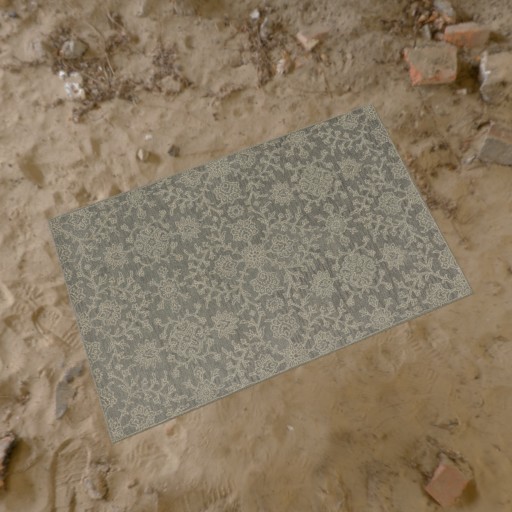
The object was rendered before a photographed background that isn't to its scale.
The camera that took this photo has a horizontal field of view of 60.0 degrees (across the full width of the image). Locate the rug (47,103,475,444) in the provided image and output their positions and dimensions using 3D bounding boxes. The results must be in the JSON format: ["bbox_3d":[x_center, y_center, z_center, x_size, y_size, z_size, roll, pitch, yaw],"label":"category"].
[{"bbox_3d":[0.000,0.000,2.922,2.430,0.010,1.515,-21,76,-6],"label":"rug"}]
